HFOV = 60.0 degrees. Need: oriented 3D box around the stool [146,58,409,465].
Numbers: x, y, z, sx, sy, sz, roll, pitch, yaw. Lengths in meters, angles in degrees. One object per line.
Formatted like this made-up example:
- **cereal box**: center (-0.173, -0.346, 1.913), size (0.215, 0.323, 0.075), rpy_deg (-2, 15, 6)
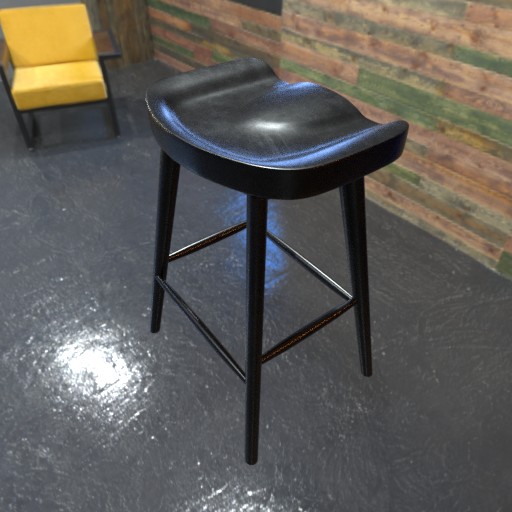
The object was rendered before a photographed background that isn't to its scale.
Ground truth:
- **stool**: center (0.000, 0.000, 0.884), size (0.361, 0.615, 0.440), rpy_deg (-26, 47, -27)
